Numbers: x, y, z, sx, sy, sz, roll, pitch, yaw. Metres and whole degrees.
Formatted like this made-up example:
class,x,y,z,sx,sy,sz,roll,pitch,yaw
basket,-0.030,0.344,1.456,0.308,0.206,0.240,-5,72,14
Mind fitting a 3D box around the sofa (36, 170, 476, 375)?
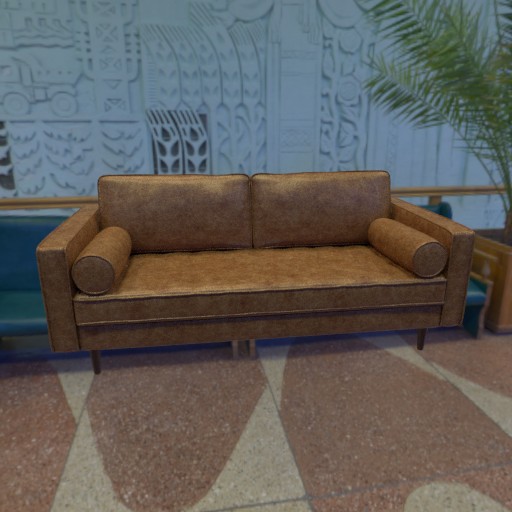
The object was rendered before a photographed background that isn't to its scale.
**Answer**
class,x,y,z,sx,sy,sz,roll,pitch,yaw
sofa,0.000,0.000,2.354,1.920,0.825,0.924,-2,17,-8
